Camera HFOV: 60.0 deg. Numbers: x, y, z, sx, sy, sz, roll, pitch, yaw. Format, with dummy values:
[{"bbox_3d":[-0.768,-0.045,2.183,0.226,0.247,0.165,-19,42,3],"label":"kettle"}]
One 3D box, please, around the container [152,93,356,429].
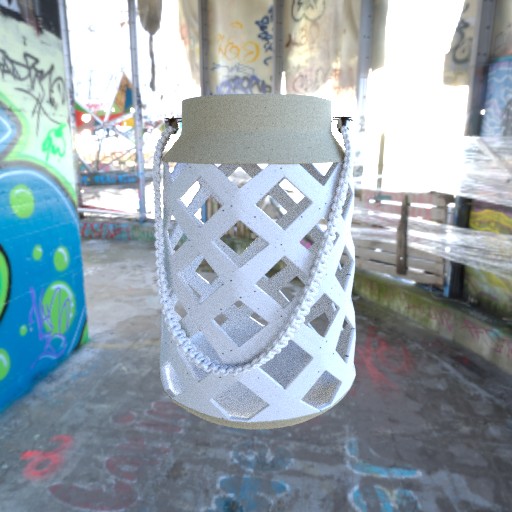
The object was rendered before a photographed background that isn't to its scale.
[{"bbox_3d":[0.000,0.000,0.399,0.188,0.264,0.198,2,14,9],"label":"container"}]
